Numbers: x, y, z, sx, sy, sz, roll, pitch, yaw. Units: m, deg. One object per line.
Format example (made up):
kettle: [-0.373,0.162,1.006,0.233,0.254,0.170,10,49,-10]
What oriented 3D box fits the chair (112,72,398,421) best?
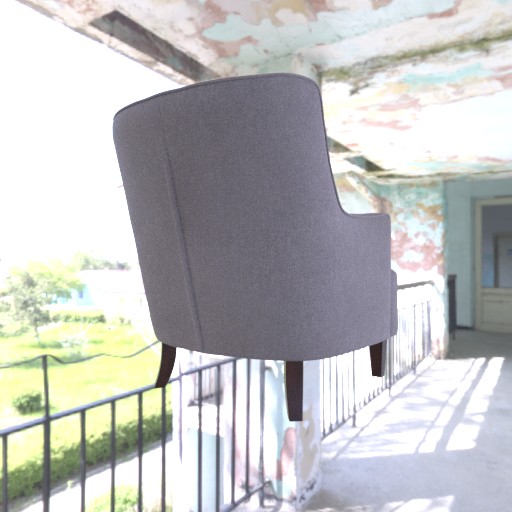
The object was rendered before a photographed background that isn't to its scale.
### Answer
chair: [0.000,0.000,1.570,0.781,0.919,0.910,0,0,35]
